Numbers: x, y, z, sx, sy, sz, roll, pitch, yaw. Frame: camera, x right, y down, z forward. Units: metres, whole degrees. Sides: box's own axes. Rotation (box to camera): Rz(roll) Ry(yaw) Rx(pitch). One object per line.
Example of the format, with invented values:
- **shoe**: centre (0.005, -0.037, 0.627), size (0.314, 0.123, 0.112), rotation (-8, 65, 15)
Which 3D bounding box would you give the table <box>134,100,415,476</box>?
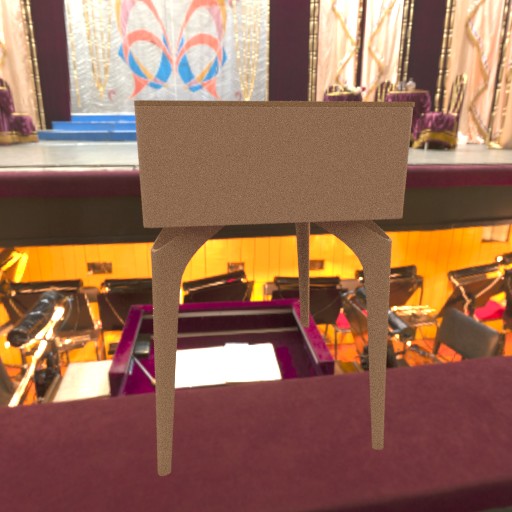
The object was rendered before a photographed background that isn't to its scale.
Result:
- **table**: centre (0.000, 0.000, 0.890), size (0.400, 0.570, 0.500), rotation (-3, 17, -9)
